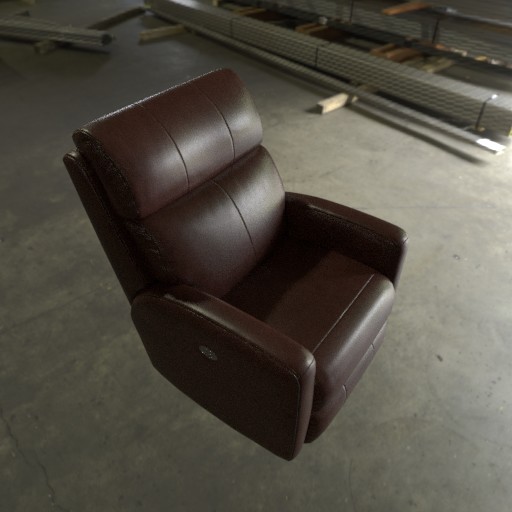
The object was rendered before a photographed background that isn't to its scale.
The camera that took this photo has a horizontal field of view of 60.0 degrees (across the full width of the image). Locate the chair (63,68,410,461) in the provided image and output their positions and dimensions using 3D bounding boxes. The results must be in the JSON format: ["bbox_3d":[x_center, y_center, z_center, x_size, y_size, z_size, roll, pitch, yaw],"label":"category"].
[{"bbox_3d":[0.000,0.000,1.597,0.939,1.016,0.787,26,47,27],"label":"chair"}]
